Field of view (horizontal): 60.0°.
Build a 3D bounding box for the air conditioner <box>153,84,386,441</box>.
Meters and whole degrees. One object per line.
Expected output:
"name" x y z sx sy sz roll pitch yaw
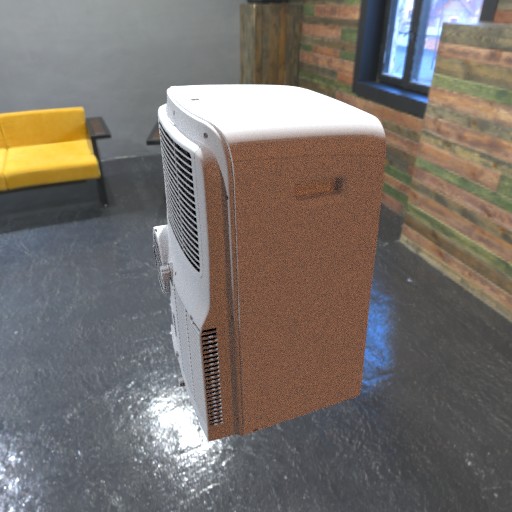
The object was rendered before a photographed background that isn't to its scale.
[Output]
"air conditioner" 0.000 0.000 1.103 0.467 0.765 0.478 -10 32 -17
